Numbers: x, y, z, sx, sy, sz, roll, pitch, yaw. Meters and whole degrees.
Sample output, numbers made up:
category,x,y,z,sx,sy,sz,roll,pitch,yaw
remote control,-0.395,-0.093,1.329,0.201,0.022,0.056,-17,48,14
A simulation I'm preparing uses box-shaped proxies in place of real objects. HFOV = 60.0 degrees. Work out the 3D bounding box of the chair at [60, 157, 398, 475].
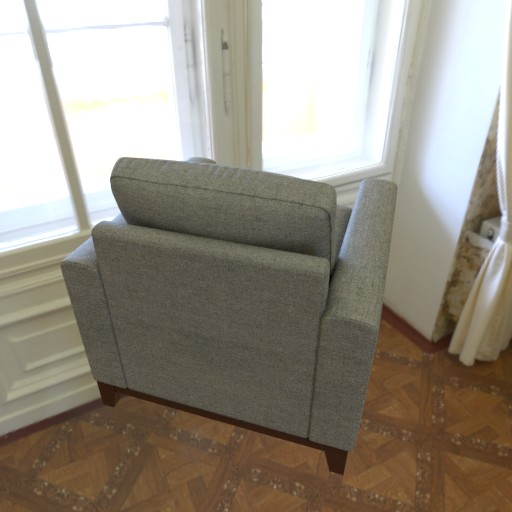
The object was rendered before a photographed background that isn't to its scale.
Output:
category,x,y,z,sx,sy,sz,roll,pitch,yaw
chair,0.000,0.000,1.824,1.024,1.010,1.038,10,35,15
